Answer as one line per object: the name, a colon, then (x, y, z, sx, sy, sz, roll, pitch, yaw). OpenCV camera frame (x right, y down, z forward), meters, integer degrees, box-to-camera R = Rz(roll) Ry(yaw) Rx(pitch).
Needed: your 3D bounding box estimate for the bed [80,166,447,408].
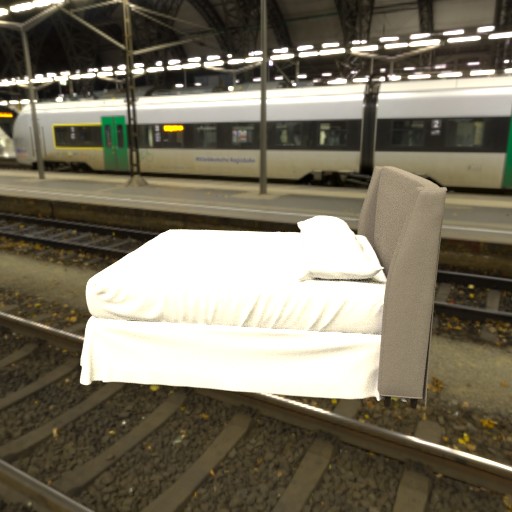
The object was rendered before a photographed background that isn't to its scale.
bed: (0.000, 0.000, 3.496, 2.276, 1.332, 1.925, 2, 15, 8)
